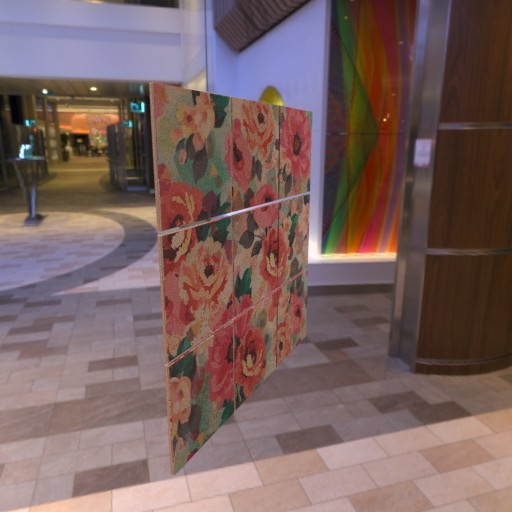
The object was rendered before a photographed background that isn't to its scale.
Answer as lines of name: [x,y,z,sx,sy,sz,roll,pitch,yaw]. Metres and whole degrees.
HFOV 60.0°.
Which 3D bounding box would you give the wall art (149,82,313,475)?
wall art: [0.000,0.000,1.377,0.012,0.910,0.911,7,16,26]
